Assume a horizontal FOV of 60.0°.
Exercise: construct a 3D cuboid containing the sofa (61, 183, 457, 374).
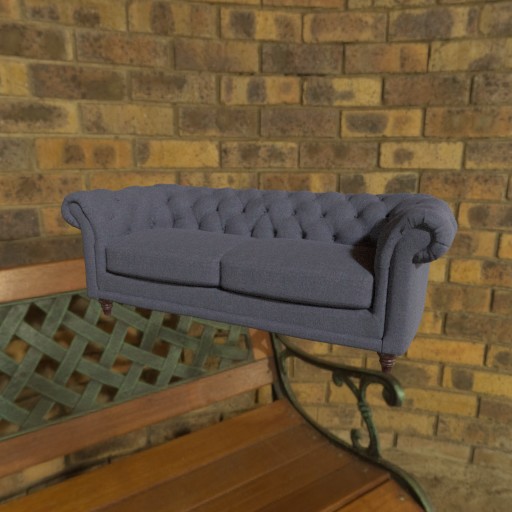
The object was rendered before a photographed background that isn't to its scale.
[{"bbox_3d":[0.000,0.000,2.864,2.335,0.836,1.046,6,15,25],"label":"sofa"}]
